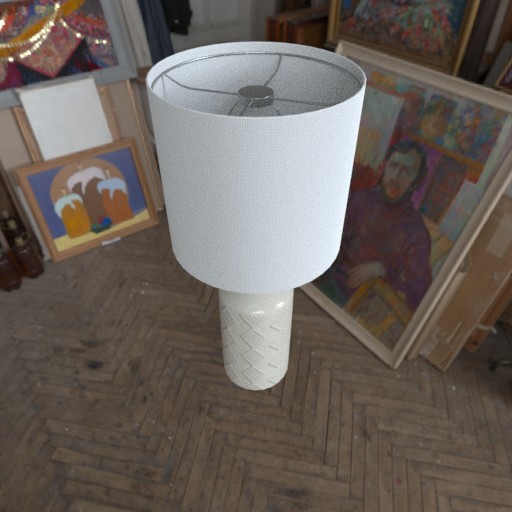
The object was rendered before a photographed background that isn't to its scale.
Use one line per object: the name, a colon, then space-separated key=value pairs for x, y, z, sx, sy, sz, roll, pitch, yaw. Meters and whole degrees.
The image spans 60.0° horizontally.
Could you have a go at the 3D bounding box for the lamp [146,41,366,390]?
lamp: x=0.000 y=0.000 z=0.572 sx=0.207 sy=0.461 sz=0.207 roll=12 pitch=42 yaw=13
